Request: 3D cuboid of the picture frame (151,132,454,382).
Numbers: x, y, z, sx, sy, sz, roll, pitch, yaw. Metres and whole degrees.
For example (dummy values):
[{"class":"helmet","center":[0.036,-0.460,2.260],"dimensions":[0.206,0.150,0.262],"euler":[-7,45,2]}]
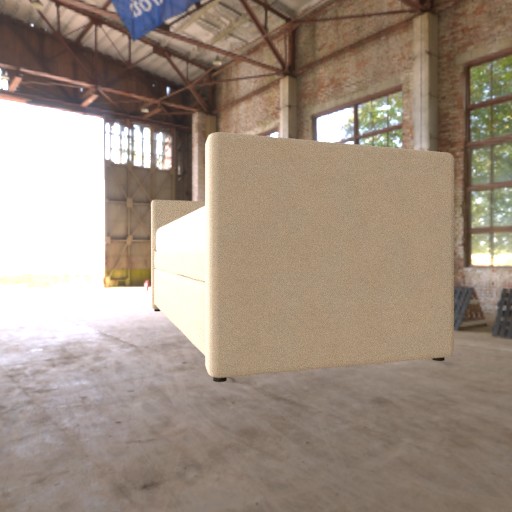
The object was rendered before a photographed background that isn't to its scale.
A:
[{"class":"picture frame","center":[0.000,0.000,2.736],"dimensions":[1.069,0.891,2.161],"euler":[0,0,-19]}]
